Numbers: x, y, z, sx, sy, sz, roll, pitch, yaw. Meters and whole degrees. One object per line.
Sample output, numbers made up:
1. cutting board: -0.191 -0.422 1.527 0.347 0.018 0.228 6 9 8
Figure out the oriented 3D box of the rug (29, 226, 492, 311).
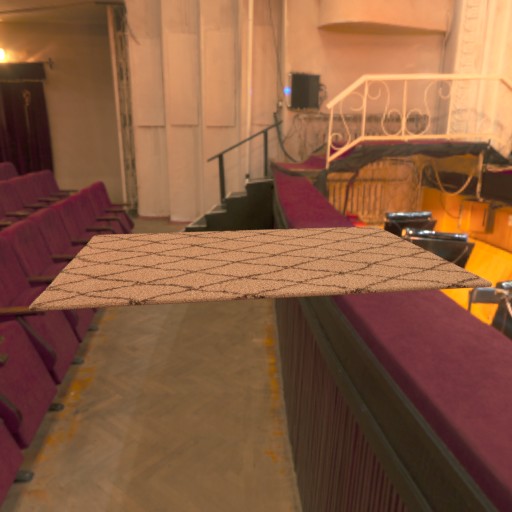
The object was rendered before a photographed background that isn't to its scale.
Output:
1. rug: 0.000 0.000 3.423 2.743 0.030 1.778 -2 16 -8
